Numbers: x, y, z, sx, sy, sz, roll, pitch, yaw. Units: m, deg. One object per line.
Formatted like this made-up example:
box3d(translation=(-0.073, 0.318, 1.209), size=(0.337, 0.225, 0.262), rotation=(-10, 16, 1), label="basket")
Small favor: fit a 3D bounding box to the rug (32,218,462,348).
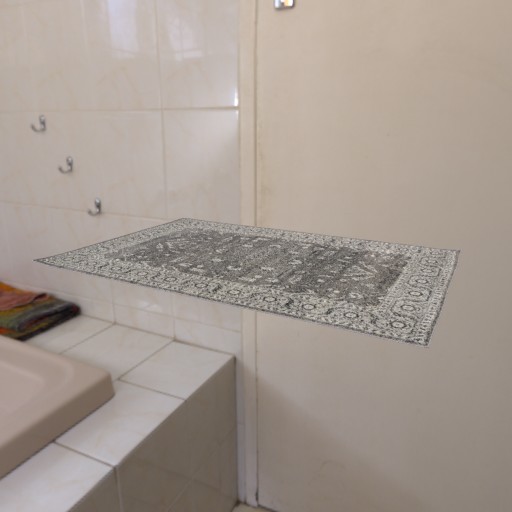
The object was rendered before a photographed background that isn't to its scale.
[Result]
box3d(translation=(0.000, 0.000, 2.244), size=(1.828, 0.019, 1.209), rotation=(9, 19, 27), label="rug")
